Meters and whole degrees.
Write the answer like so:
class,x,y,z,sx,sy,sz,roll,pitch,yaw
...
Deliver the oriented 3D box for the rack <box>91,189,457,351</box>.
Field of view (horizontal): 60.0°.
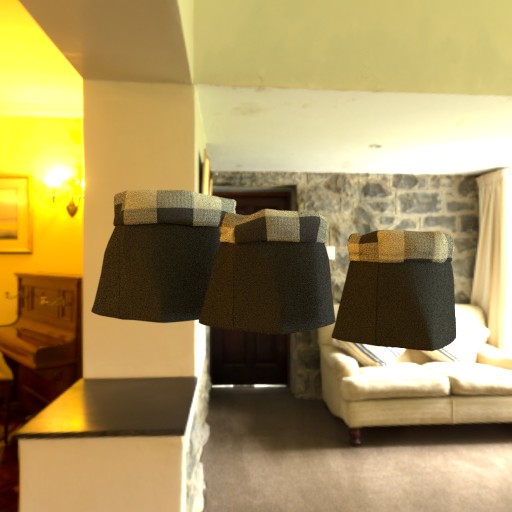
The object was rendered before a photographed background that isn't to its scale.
class,x,y,z,sx,sy,sz,roll,pitch,yaw
rack,0.000,0.000,1.072,0.889,0.329,0.370,0,0,36
